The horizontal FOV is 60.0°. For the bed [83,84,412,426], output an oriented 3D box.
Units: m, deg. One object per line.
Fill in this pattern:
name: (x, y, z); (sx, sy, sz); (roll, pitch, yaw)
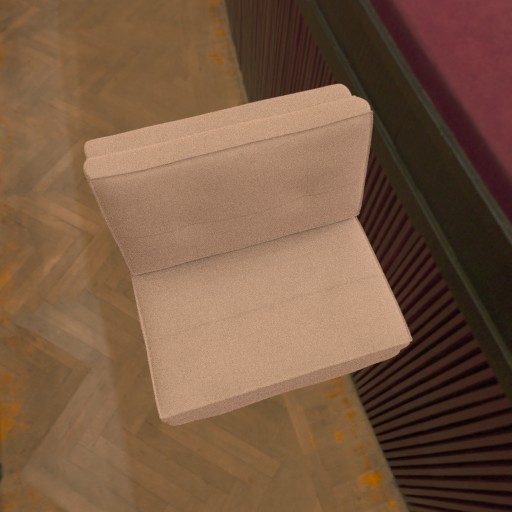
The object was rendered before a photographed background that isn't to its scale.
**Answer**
bed: (0.000, 0.000, 1.342); (0.799, 0.614, 0.749); (-15, 65, -7)
